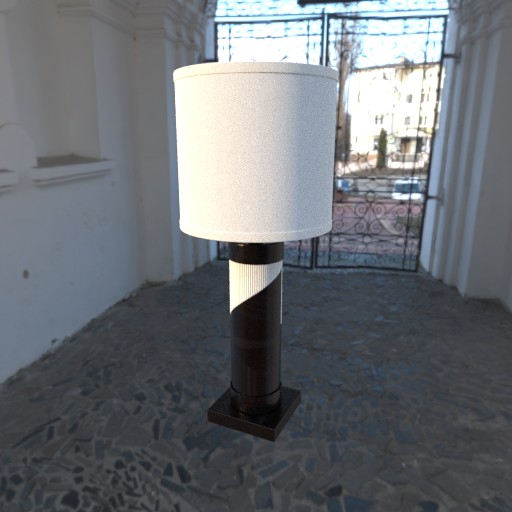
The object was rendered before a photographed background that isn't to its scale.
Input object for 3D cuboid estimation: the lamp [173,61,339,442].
[{"bbox_3d":[0.000,0.000,0.635,0.211,0.509,0.211,7,17,25],"label":"lamp"}]
